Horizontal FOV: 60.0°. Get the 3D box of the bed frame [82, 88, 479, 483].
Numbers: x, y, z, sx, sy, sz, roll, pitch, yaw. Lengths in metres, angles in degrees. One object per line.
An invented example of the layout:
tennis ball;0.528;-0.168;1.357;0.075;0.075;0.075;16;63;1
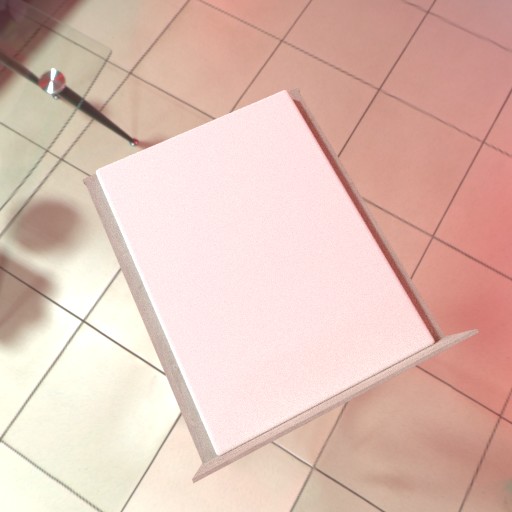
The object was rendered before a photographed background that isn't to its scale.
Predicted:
bed frame;0.000;0.000;2.830;1.622;0.800;1.960;-25;76;-7
